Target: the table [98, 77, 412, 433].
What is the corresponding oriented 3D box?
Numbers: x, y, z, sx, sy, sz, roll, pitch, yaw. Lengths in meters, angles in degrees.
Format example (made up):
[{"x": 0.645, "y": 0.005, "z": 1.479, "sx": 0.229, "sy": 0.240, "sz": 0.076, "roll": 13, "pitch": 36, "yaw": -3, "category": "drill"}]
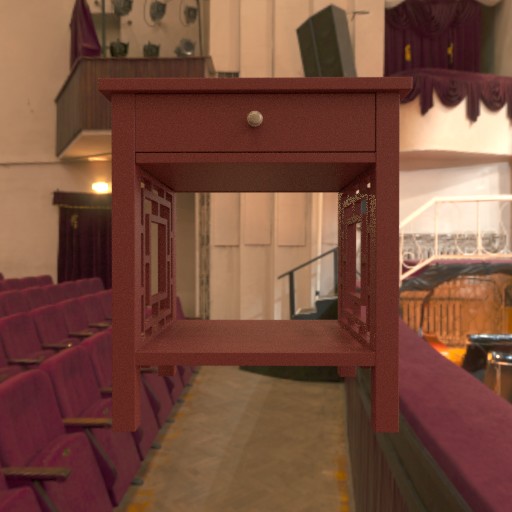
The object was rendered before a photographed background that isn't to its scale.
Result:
[{"x": 0.000, "y": 0.000, "z": 1.064, "sx": 0.599, "sy": 0.686, "sz": 0.451, "roll": 0, "pitch": 1, "yaw": 1, "category": "table"}]
